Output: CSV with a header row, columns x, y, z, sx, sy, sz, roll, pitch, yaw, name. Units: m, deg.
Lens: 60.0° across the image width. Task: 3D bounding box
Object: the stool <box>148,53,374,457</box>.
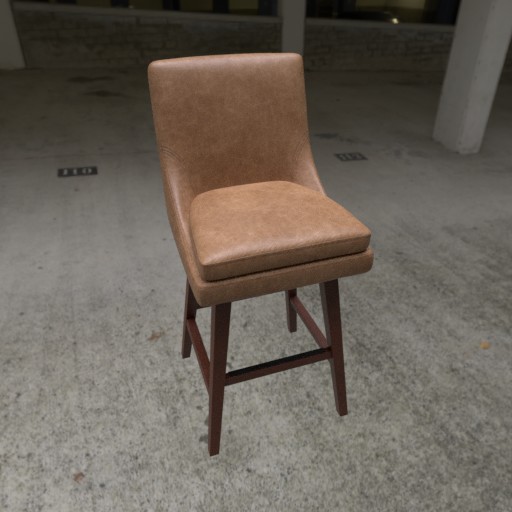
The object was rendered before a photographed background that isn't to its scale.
x,y,z,sx,sy,sz,roll,pitch,yaw,name
0.000,0.000,1.378,0.487,1.079,0.572,-11,34,-16,stool
